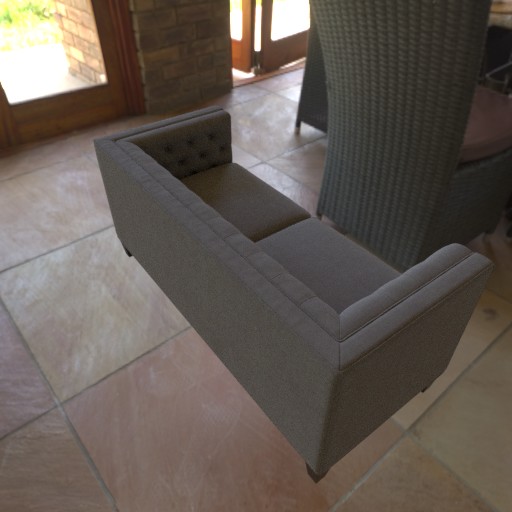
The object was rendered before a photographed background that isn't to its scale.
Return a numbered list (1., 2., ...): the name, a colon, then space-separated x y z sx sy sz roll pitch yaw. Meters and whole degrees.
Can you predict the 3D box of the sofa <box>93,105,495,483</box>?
1. sofa: 0.000 0.000 2.149 0.775 0.762 1.778 -26 47 -27
